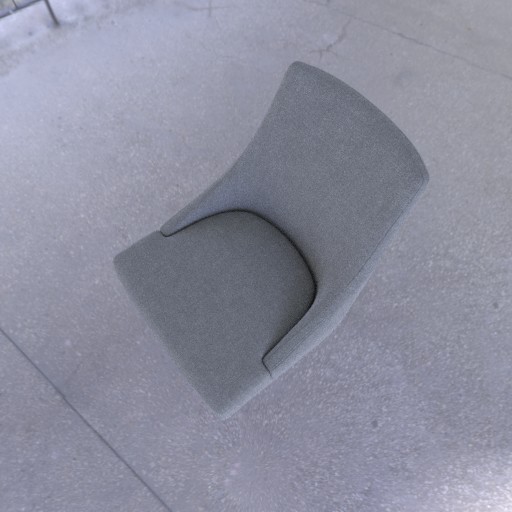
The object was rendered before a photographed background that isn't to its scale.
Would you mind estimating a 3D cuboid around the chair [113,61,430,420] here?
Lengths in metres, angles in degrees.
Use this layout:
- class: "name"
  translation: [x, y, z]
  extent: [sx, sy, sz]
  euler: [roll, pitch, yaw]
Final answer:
- class: "chair"
  translation: [0.000, 0.000, 1.535]
  extent: [0.861, 0.909, 0.701]
  euler: [-35, 69, -15]
